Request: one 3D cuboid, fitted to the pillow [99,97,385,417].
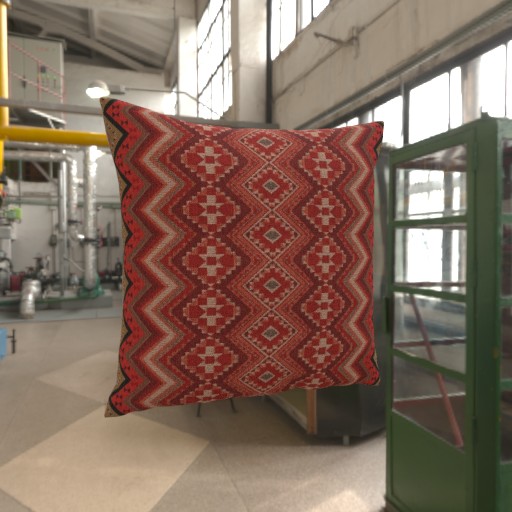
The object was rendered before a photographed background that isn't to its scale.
[{"bbox_3d":[0.000,0.000,0.780,0.513,0.511,0.158,-1,2,-18],"label":"pillow"}]
